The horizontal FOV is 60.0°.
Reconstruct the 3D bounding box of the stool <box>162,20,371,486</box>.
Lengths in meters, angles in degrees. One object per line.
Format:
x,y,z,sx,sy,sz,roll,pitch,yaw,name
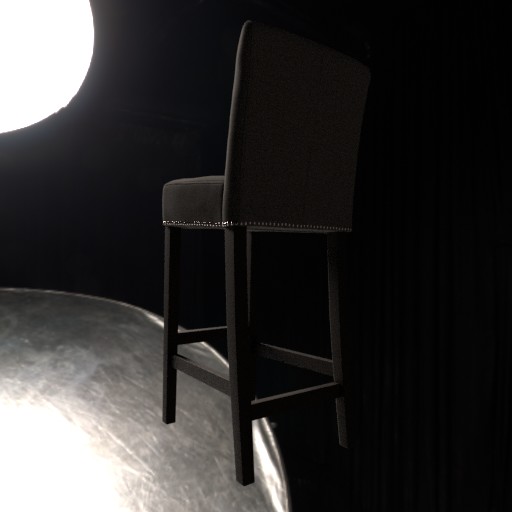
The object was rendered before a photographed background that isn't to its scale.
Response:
0.000,0.000,1.282,0.411,1.047,0.548,0,-1,-36,stool
